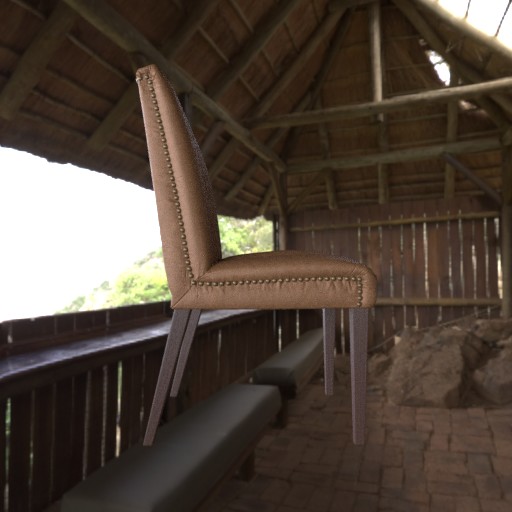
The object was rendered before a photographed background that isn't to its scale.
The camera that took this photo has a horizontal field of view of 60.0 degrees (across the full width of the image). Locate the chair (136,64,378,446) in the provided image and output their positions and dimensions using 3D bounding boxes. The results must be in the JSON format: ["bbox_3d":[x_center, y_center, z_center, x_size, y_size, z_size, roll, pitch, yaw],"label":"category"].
[{"bbox_3d":[0.000,0.000,1.403,0.647,1.016,0.511,0,0,-1],"label":"chair"}]
